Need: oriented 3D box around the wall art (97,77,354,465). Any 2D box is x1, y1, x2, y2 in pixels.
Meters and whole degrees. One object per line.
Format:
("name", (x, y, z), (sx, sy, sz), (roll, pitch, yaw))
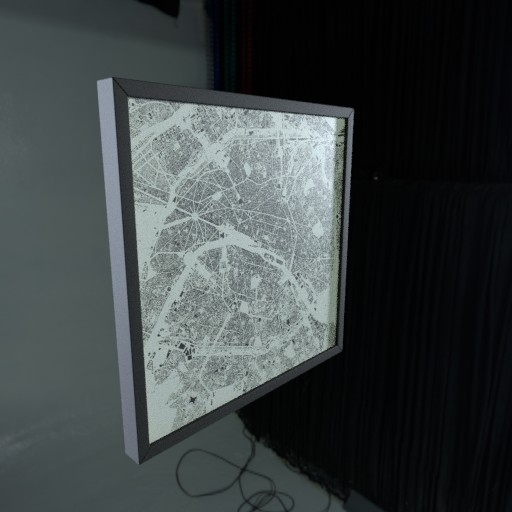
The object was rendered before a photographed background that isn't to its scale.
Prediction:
("wall art", (0.000, 0.000, 0.749), (0.037, 0.508, 0.508), (12, 18, 42))
